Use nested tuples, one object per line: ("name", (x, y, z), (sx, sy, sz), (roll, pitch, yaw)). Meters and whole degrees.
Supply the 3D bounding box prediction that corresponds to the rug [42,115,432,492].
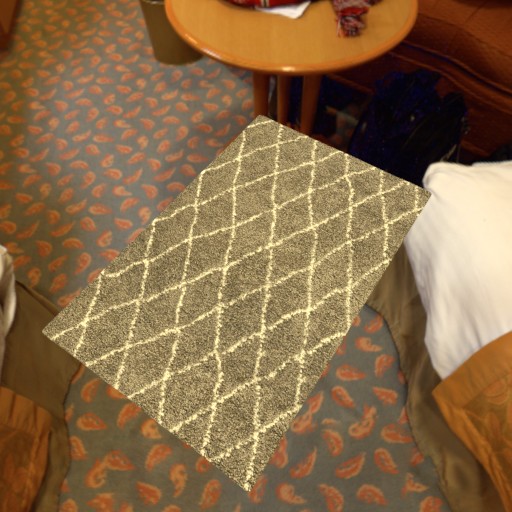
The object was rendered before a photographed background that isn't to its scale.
("rug", (0.000, 0.000, 3.448), (1.778, 0.030, 2.743), (30, 62, 18))
